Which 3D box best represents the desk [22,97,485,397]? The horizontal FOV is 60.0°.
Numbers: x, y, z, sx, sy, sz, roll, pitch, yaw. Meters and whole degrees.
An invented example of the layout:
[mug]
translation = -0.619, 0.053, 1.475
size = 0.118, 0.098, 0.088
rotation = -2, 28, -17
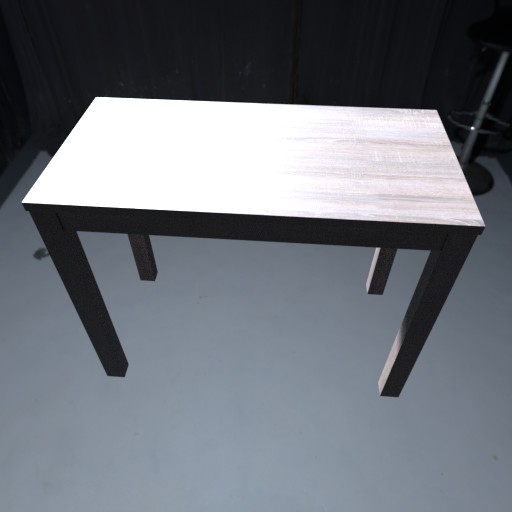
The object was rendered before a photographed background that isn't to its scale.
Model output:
[desk]
translation = 0.000, 0.000, 1.388
size = 0.991, 0.762, 0.495
rotation = 3, 46, 3
